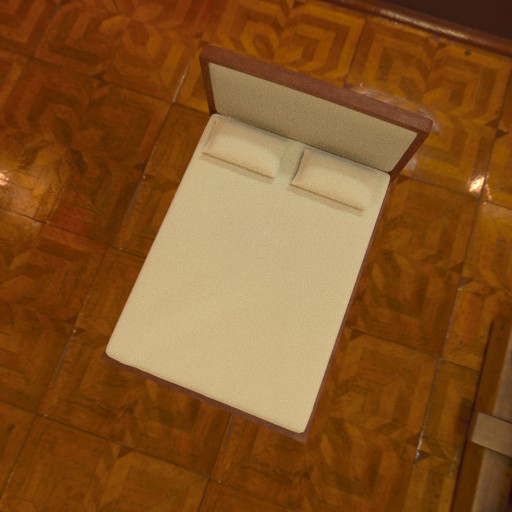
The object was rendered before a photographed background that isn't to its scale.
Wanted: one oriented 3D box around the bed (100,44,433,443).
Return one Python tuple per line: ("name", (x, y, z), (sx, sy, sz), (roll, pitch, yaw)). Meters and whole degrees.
("bed", (0.000, 0.000, 3.239), (1.587, 1.275, 2.196), (21, 78, 5))
